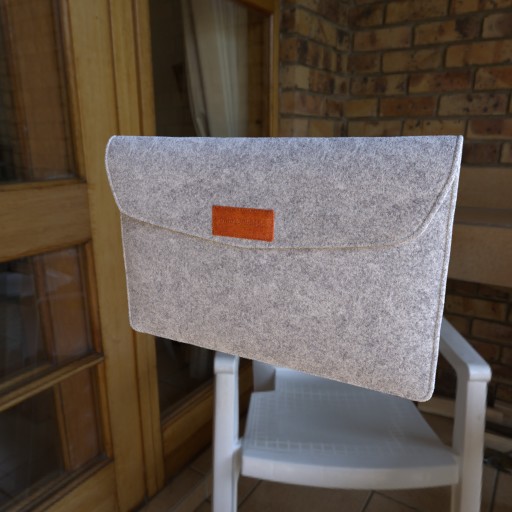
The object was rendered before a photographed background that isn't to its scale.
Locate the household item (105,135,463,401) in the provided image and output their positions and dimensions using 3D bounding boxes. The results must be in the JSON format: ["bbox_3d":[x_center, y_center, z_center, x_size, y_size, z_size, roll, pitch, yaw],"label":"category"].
[{"bbox_3d":[0.000,0.000,0.421,0.335,0.221,0.057,8,17,26],"label":"household item"}]
